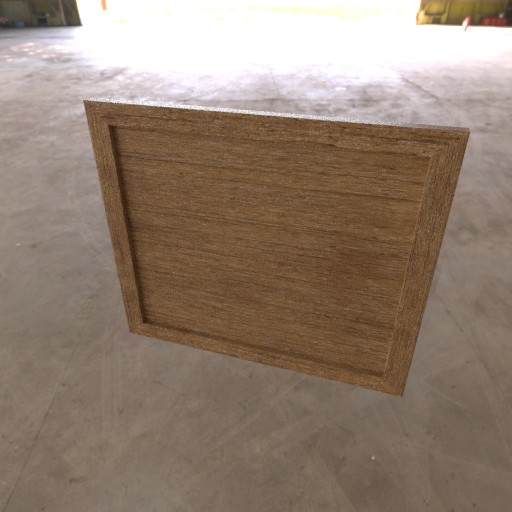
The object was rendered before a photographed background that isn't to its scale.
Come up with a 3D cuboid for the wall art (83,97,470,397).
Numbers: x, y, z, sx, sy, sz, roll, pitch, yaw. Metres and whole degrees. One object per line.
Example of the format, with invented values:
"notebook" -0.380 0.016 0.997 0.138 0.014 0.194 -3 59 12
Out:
"wall art" 0.000 0.000 0.927 0.690 0.588 0.026 10 33 15
